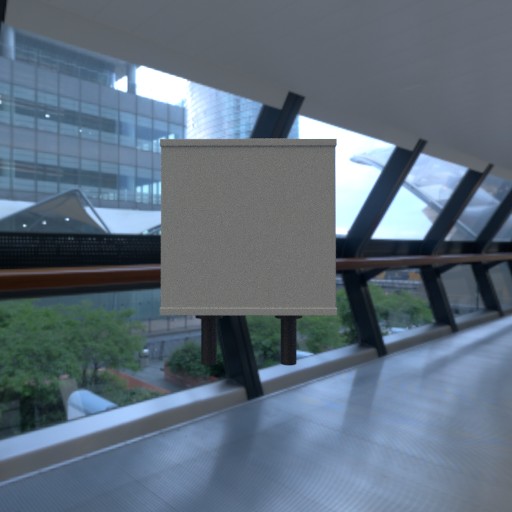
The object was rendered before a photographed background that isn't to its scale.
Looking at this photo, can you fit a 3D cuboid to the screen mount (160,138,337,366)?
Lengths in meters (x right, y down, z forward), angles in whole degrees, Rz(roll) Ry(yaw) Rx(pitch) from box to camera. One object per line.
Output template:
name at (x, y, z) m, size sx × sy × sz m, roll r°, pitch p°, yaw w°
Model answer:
screen mount at (0.000, 0.000, 1.799) m, size 0.418 × 0.520 × 1.600 m, roll 0°, pitch 0°, yaw 1°
